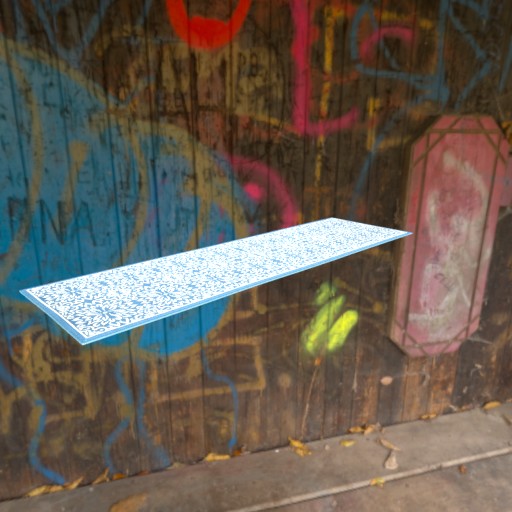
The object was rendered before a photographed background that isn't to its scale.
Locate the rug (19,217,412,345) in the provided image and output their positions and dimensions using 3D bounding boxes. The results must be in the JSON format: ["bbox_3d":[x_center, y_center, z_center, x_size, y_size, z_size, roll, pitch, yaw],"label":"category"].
[{"bbox_3d":[0.000,0.000,2.407,2.196,0.011,0.662,-15,23,-41],"label":"rug"}]
